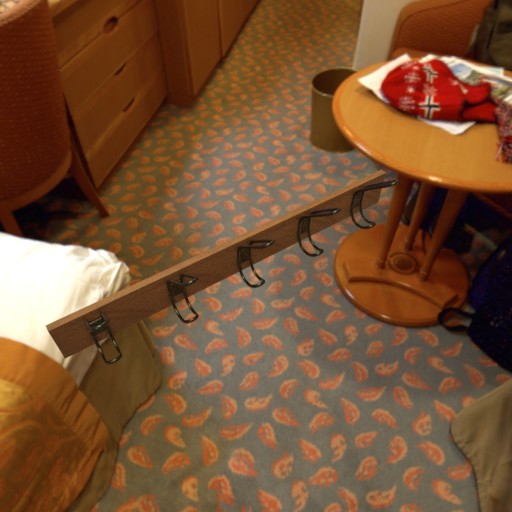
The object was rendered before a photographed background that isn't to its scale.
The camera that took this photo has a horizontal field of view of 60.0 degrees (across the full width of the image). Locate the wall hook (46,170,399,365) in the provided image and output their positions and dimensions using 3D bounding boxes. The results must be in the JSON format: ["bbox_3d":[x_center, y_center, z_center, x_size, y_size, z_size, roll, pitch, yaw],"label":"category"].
[{"bbox_3d":[0.000,0.000,0.620,0.554,0.116,0.076,-26,53,-22],"label":"wall hook"}]
